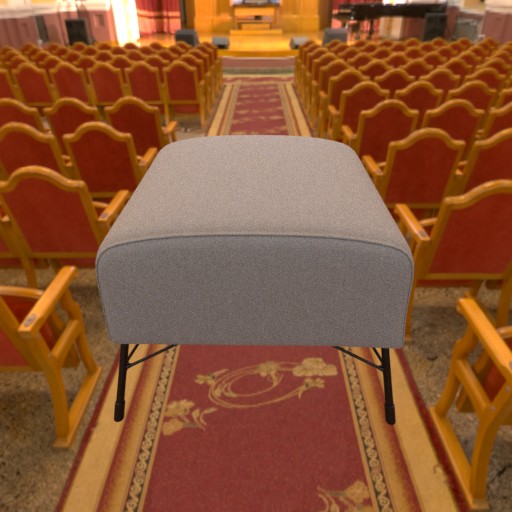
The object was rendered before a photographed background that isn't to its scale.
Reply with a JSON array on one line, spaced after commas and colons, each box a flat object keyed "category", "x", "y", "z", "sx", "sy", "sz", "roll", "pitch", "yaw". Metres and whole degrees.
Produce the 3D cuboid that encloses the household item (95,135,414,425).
[{"category": "household item", "x": 0.000, "y": 0.000, "z": 0.947, "sx": 0.530, "sy": 0.410, "sz": 0.530, "roll": 0, "pitch": 31, "yaw": 1}]
